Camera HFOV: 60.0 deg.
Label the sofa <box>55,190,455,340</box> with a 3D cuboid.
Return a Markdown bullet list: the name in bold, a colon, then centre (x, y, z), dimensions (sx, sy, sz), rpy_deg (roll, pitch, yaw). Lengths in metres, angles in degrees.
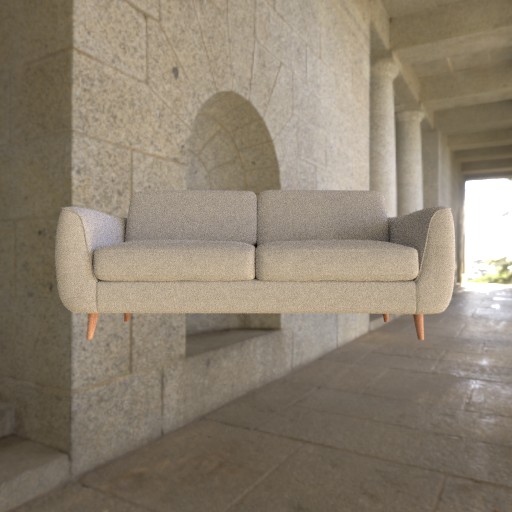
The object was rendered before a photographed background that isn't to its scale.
- **sofa**: centre (0.000, 0.000, 2.573), dimensions (2.000, 0.850, 0.920), rpy_deg (0, 0, 1)
